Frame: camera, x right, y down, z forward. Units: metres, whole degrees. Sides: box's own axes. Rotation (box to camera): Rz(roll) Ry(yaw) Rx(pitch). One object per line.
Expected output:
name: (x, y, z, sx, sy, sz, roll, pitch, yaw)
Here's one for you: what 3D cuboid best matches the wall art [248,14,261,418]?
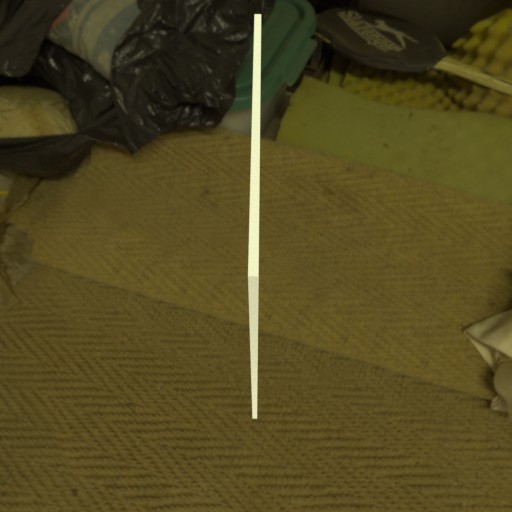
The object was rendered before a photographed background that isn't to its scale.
wall art: (0.000, 0.000, 1.217, 0.015, 0.965, 0.660, 1, 58, 0)
